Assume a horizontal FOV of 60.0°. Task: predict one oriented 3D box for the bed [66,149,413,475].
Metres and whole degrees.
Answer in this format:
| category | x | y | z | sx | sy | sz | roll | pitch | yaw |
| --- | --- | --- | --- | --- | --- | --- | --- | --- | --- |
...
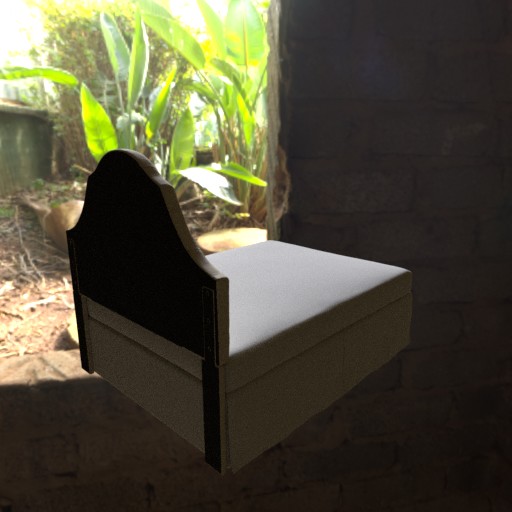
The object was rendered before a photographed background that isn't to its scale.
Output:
| category | x | y | z | sx | sy | sz | roll | pitch | yaw |
| --- | --- | --- | --- | --- | --- | --- | --- | --- | --- |
| bed | 0.000 | 0.000 | 3.244 | 1.627 | 1.575 | 2.092 | 14 | 21 | 42 |
